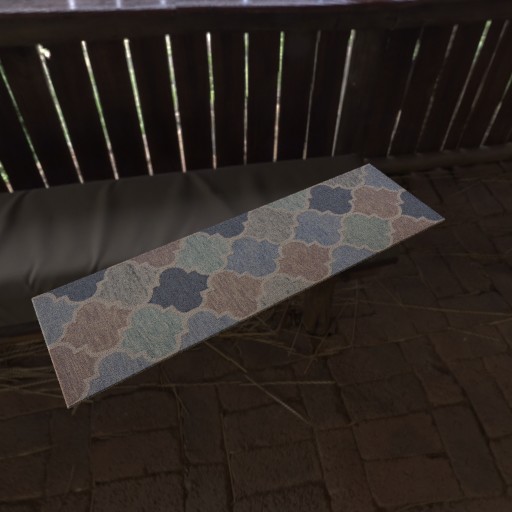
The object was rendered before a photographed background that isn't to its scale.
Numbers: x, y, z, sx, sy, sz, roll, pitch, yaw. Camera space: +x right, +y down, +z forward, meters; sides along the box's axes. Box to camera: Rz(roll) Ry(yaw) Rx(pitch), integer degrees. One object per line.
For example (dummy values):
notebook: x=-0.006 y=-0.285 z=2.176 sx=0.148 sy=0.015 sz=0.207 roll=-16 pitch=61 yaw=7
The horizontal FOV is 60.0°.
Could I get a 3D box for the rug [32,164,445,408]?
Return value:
rug: x=0.000 y=0.000 z=2.489 sx=2.287 sy=0.011 sz=0.687 roll=-24 pitch=51 yaw=-21
